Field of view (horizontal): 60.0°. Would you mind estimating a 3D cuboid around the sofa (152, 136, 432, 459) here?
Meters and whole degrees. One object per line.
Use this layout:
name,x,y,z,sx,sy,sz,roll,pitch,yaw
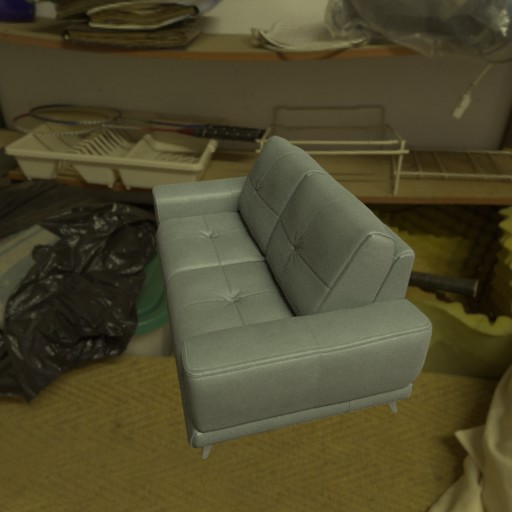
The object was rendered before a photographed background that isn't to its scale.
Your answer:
sofa,0.000,0.000,2.416,1.018,0.907,1.806,-8,33,-13
